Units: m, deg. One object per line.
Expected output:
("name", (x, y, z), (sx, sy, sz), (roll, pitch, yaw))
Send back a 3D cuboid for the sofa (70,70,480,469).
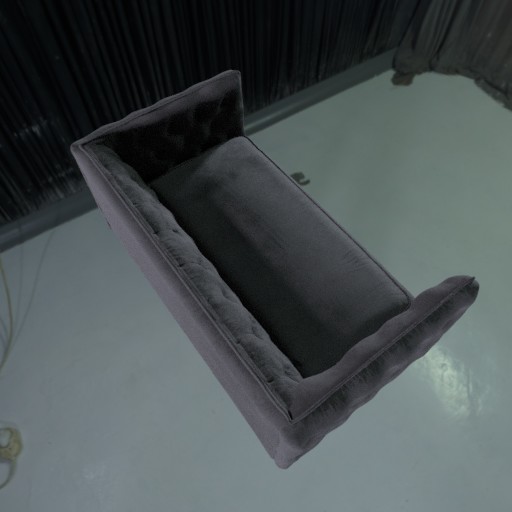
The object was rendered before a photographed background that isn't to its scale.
("sofa", (0.000, 0.000, 2.068), (0.909, 0.810, 1.583), (-33, 64, -18))
